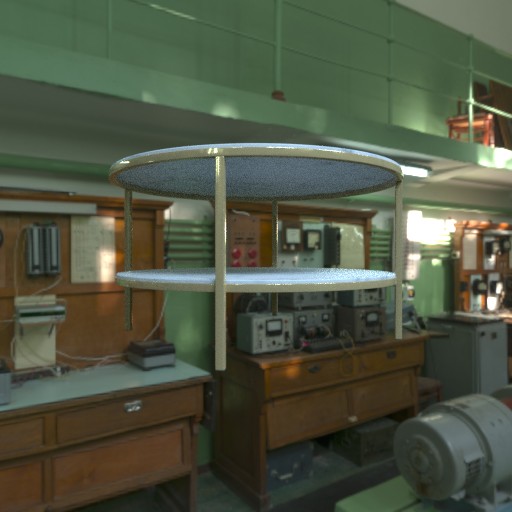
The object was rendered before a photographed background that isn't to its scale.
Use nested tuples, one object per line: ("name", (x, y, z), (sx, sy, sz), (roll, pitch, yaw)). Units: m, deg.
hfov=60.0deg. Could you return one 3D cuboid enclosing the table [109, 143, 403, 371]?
("table", (0.000, 0.000, 1.270), (0.800, 0.450, 0.800), (0, 0, 0))
